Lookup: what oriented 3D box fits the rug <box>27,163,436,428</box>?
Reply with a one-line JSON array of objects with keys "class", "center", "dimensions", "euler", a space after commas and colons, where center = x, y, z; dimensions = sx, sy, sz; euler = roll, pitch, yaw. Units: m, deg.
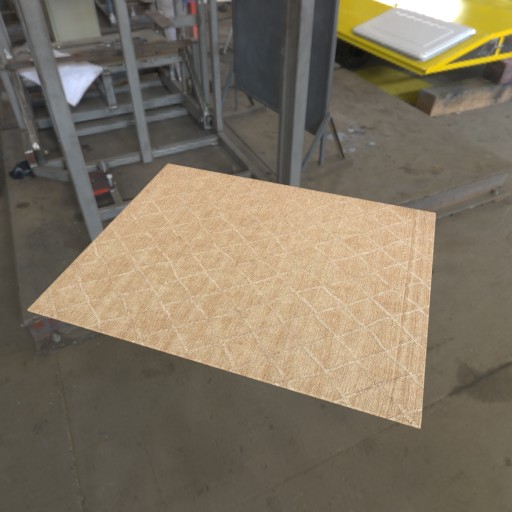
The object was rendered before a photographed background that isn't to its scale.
[{"class": "rug", "center": [0.000, 0.000, 4.030], "dimensions": [3.039, 0.019, 2.420], "euler": [13, 43, 14]}]
